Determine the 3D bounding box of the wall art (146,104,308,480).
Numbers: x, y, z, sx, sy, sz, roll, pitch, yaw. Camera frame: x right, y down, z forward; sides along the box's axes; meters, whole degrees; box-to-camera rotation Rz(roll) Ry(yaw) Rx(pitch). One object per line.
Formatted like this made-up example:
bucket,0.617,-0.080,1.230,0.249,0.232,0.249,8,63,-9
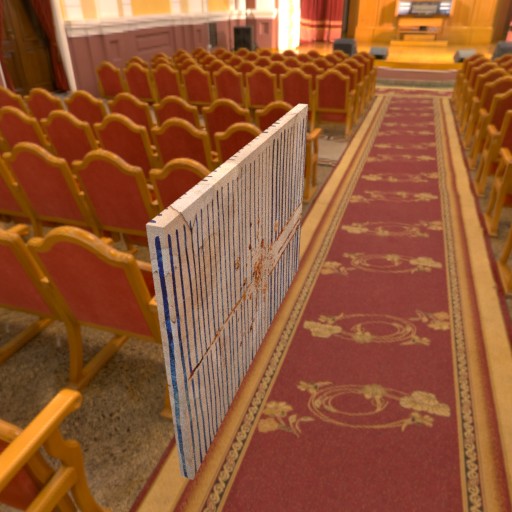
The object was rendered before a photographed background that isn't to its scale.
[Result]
wall art,0.000,0.000,1.183,0.030,0.609,0.919,10,32,16
